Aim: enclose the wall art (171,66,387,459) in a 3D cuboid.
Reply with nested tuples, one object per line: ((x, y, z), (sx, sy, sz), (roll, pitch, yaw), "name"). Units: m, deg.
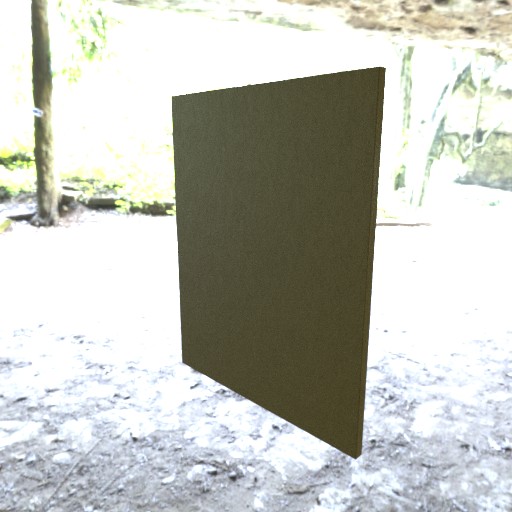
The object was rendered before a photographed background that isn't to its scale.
((0.000, 0.000, 1.376), (0.798, 1.002, 0.030), (13, 19, 43), "wall art")
